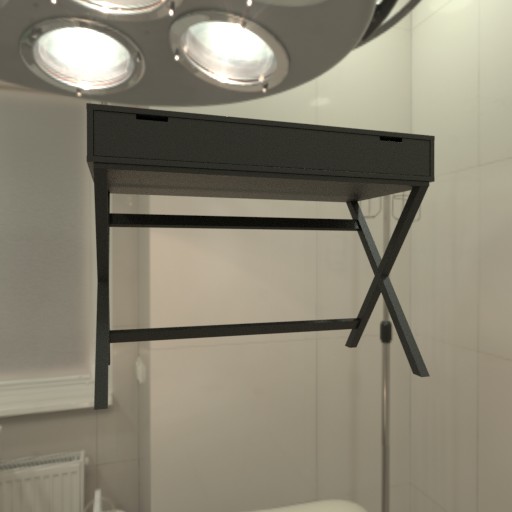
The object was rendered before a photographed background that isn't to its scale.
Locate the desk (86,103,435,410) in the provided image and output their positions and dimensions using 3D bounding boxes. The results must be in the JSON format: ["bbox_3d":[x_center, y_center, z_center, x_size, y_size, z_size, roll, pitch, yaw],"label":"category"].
[{"bbox_3d":[0.000,0.000,1.523,1.057,0.780,0.504,0,0,-17],"label":"desk"}]
